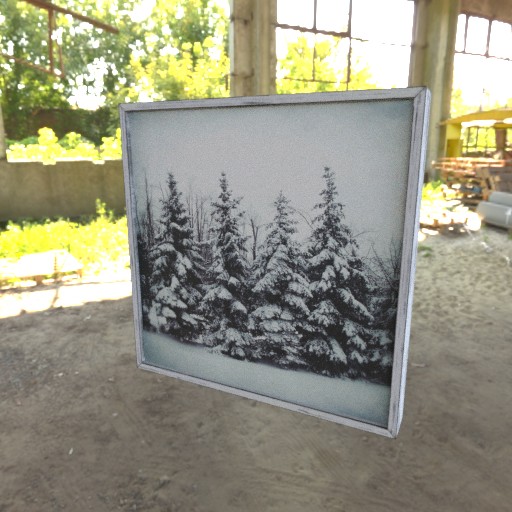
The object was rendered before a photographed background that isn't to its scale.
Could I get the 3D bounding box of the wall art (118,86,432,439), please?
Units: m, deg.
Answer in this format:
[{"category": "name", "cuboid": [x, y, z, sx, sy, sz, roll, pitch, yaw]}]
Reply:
[{"category": "wall art", "cuboid": [0.000, 0.000, 0.449, 0.303, 0.303, 0.036, 7, 15, 26]}]
